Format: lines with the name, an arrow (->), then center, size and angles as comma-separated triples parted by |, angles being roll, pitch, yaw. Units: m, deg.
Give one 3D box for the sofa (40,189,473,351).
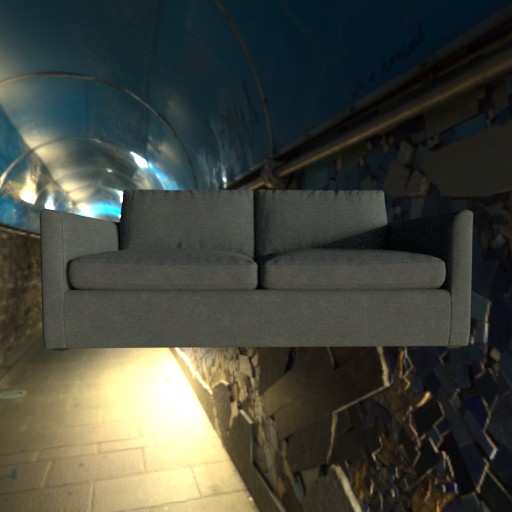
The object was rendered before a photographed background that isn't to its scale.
sofa -> 0.000, 0.000, 2.477 | 1.909, 0.845, 1.091 | 0, 0, -2
